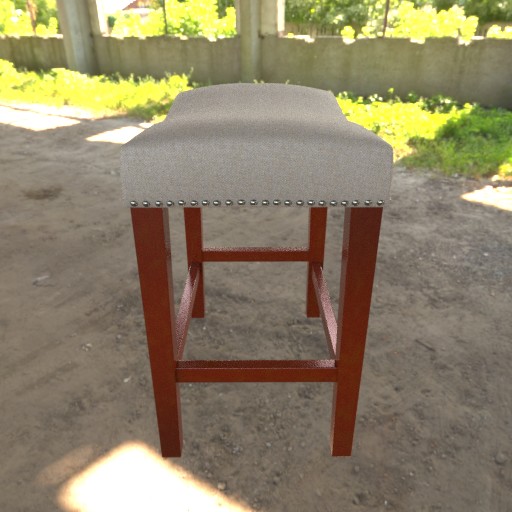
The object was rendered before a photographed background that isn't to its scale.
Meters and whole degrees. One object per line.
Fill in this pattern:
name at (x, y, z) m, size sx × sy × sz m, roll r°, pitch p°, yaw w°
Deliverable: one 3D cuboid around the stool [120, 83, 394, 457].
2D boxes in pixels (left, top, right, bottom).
stool at (0.000, 0.000, 0.928) m, size 0.375 × 0.632 × 0.509 m, roll 0°, pitch 28°, yaw 0°
